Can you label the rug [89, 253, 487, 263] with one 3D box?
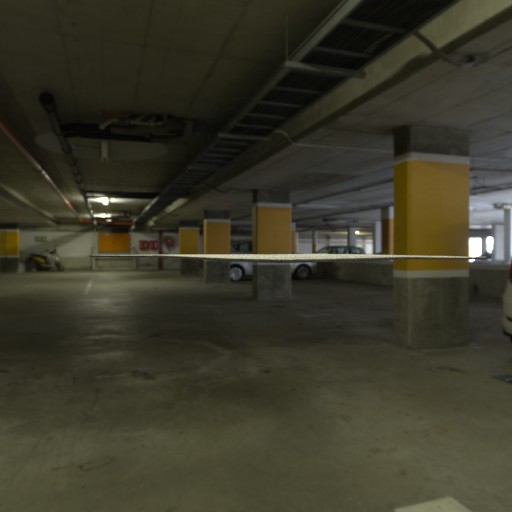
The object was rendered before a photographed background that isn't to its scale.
[{"bbox_3d":[0.000,0.000,2.265,1.159,0.021,1.789,0,1,-37],"label":"rug"}]
